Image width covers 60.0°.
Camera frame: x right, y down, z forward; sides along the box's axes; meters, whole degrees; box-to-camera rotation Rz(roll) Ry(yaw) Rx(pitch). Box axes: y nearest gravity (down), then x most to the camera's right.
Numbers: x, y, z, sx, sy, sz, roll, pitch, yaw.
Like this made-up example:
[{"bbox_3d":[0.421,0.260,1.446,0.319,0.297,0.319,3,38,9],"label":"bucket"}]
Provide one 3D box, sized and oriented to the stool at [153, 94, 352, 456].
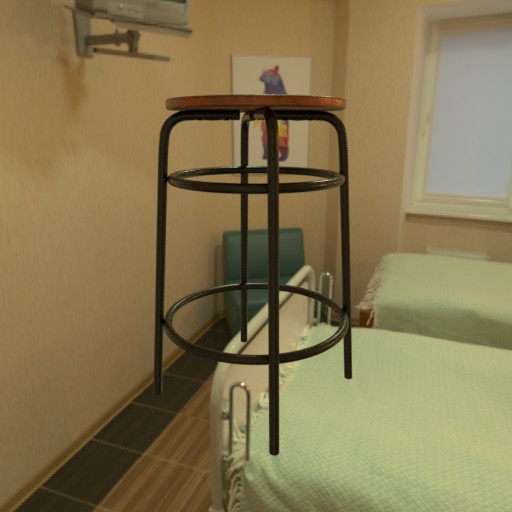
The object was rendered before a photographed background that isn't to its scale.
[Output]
[{"bbox_3d":[0.000,0.000,0.919,0.455,0.610,0.455,-2,16,-8],"label":"stool"}]
